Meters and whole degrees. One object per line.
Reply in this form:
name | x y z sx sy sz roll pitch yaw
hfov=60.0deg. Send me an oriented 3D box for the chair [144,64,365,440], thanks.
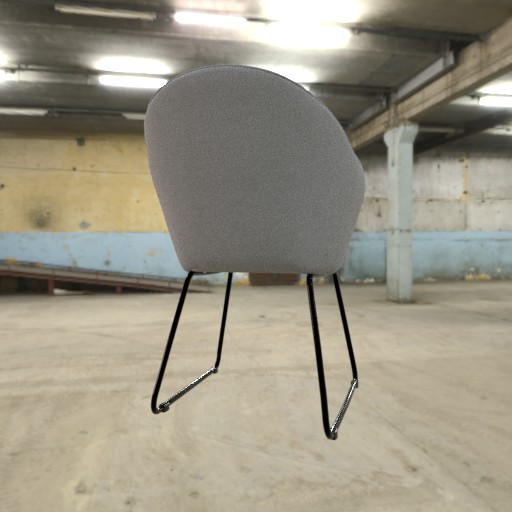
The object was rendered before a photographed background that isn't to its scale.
chair | 0.000 0.000 1.218 0.570 0.817 0.592 0 1 18
